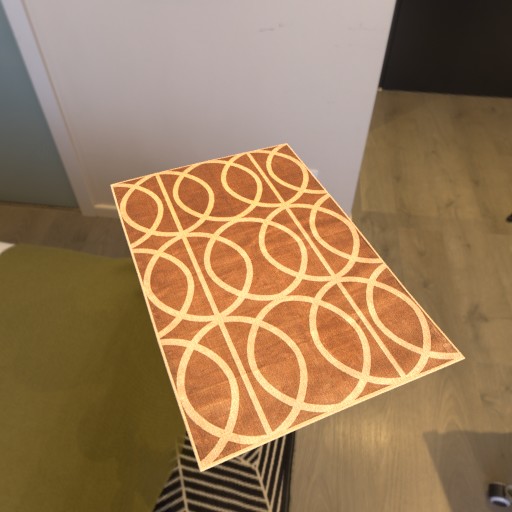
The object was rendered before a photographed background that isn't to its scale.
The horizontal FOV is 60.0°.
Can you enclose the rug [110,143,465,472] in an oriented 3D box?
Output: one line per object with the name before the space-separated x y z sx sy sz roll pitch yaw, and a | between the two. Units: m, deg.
rug | 0.000 0.000 2.939 1.526 0.014 2.290 -17 49 -15
